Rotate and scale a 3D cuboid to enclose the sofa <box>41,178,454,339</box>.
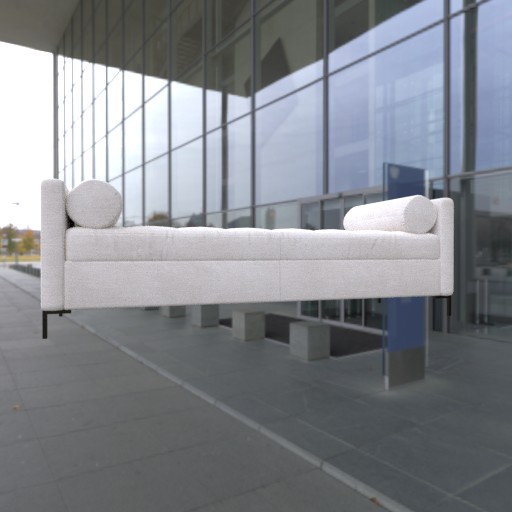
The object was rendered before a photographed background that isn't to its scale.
[{"bbox_3d":[0.000,0.000,2.340,1.981,0.635,0.686,0,0,-19],"label":"sofa"}]
